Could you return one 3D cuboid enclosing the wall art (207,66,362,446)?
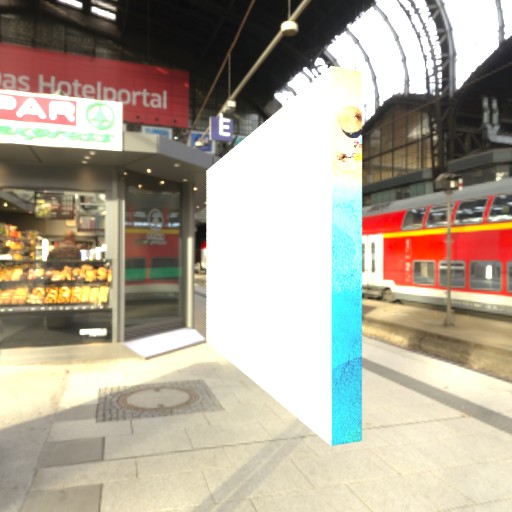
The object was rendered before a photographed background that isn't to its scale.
[{"bbox_3d":[0.000,0.000,1.125,0.057,0.595,0.894,0,0,-19],"label":"wall art"}]
